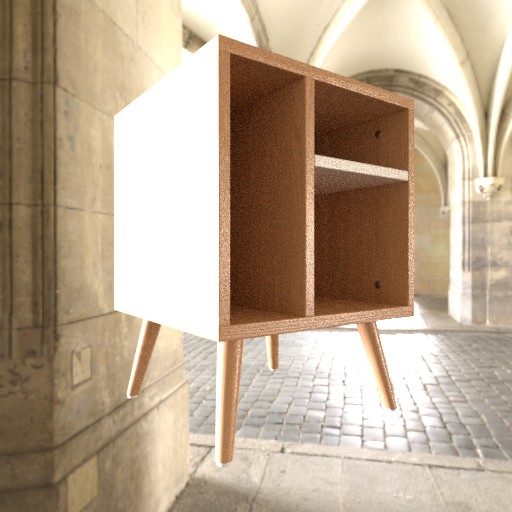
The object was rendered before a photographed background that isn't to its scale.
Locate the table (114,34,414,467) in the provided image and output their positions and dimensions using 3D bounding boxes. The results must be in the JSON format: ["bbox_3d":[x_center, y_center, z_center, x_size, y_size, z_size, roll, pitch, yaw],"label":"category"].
[{"bbox_3d":[0.000,0.000,0.826,0.400,0.550,0.400,0,0,-36],"label":"table"}]
